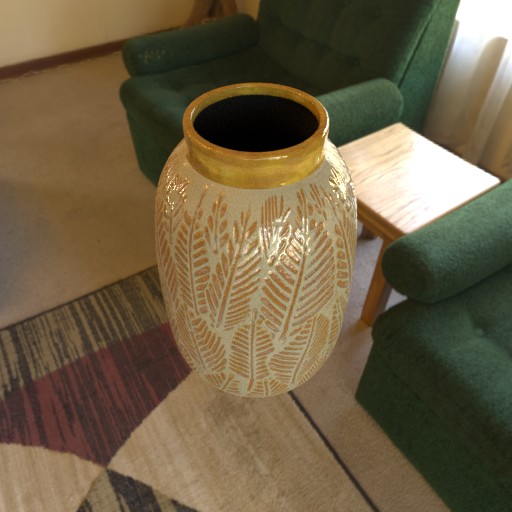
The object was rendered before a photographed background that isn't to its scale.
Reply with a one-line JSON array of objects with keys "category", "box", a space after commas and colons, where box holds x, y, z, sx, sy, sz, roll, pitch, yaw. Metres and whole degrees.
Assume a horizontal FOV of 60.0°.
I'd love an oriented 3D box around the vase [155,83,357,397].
[{"category": "vase", "box": [0.000, 0.000, 0.390, 0.172, 0.270, 0.172, 0, 47, 0]}]
